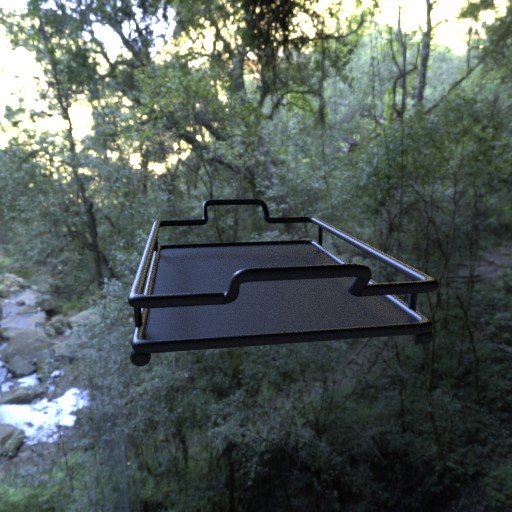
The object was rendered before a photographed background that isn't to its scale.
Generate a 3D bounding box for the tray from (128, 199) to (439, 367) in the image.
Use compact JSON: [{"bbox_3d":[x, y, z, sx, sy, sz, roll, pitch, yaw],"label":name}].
[{"bbox_3d":[0.000,0.000,0.605,0.297,0.101,0.495,-2,14,-9],"label":"tray"}]
